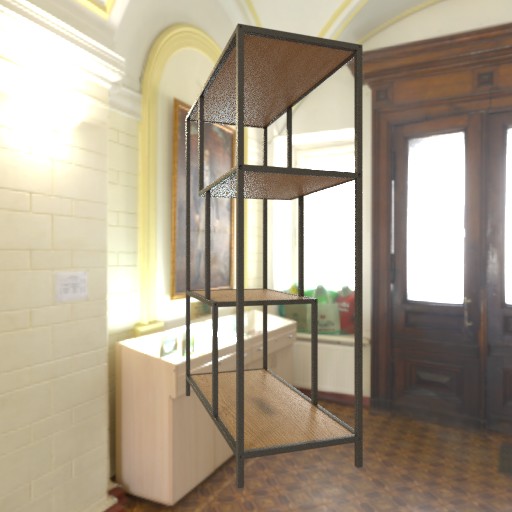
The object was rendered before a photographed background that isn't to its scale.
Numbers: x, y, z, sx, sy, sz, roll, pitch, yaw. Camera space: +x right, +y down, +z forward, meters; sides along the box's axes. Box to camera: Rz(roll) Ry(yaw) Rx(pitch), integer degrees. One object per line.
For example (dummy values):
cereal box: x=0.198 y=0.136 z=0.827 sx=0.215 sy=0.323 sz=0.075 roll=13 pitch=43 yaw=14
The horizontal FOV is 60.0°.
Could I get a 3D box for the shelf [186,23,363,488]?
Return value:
shelf: x=0.000 y=0.000 z=1.505 sx=0.350 sy=1.138 sz=0.770 roll=0 pitch=0 yaw=-18
